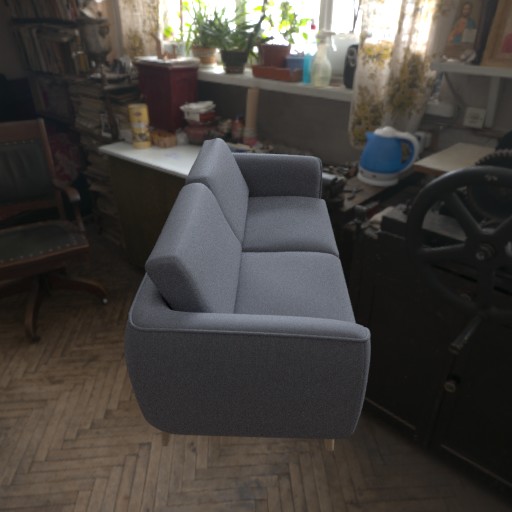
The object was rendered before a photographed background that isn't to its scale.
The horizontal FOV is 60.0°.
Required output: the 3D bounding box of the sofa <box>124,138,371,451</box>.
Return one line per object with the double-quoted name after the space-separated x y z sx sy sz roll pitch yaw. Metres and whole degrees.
0.000 0.000 2.458 0.920 0.870 2.000 1 30 2 "sofa"
